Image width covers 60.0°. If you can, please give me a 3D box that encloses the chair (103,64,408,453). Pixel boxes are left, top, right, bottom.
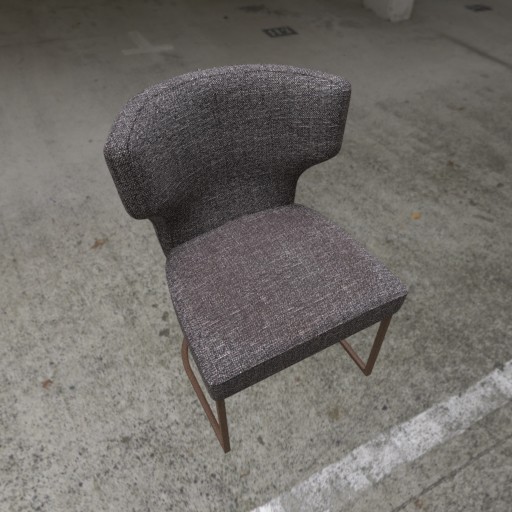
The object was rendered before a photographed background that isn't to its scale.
[{"bbox_3d":[0.000,0.000,1.214,0.611,0.824,0.617,-22,50,-19],"label":"chair"}]
